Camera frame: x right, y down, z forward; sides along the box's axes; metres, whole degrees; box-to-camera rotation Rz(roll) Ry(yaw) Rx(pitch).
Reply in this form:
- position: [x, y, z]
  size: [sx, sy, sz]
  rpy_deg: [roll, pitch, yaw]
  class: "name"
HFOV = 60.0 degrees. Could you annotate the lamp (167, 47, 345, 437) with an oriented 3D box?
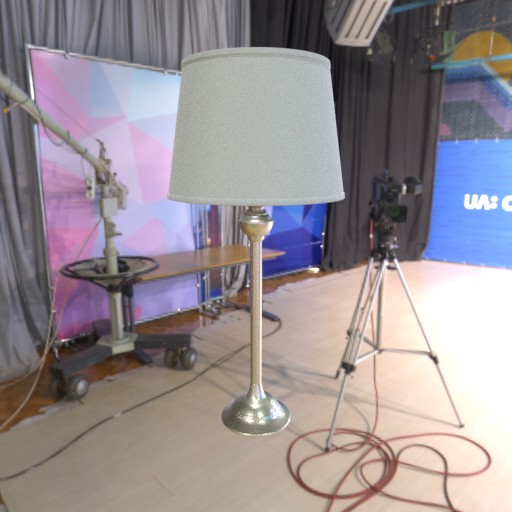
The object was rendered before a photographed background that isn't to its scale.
- position: [0.000, 0.000, 0.866]
  size: [0.331, 0.698, 0.331]
  rpy_deg: [0, 13, 0]
  class: "lamp"
